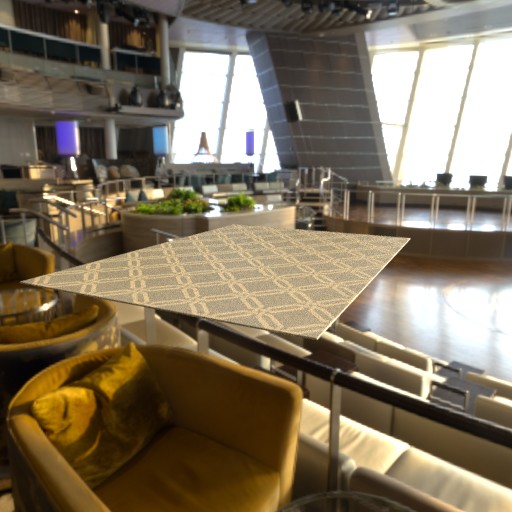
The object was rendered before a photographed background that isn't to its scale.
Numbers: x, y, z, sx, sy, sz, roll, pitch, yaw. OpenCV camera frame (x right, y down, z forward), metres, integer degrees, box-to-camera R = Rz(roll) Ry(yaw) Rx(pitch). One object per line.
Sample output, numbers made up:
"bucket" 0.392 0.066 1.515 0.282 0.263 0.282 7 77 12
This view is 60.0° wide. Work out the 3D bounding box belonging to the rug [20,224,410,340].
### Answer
"rug" 0.000 0.000 4.382 2.438 0.013 3.353 6 14 26
